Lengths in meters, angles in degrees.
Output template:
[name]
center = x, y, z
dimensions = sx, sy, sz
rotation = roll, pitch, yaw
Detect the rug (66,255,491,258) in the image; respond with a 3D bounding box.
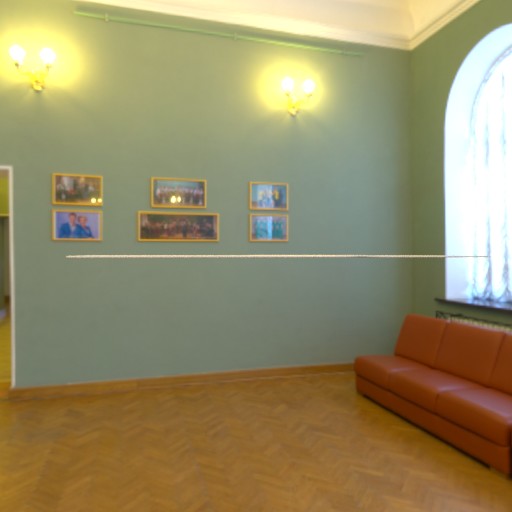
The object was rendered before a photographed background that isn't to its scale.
[rug]
center = 0.000, 0.000, 4.069
dimensions = 3.009, 0.019, 2.423
rotation = 0, 0, -18
